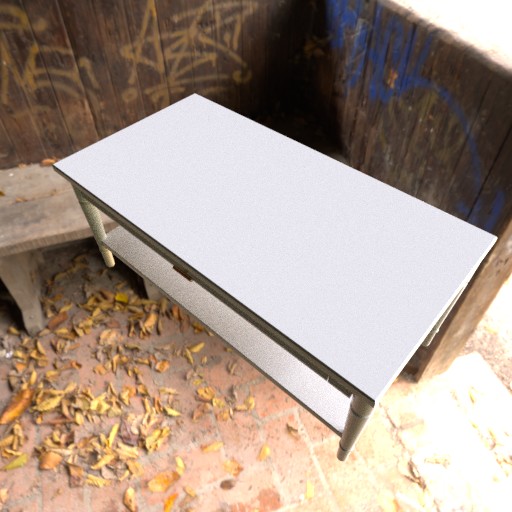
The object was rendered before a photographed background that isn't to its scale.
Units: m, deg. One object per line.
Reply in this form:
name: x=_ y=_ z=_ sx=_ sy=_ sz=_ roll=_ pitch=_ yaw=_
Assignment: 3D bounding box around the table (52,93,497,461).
table: x=0.000 y=0.000 z=1.336 sx=1.067 sy=0.457 sz=0.559 roll=33 pitch=56 yaw=27
